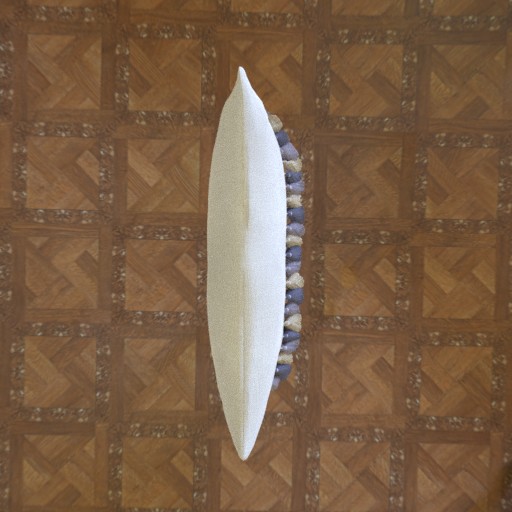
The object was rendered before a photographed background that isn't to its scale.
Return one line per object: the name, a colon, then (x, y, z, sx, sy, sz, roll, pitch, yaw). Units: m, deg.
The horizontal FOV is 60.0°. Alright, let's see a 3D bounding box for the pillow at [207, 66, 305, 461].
pillow: (0.000, 0.000, 0.756, 0.165, 0.481, 0.489, 0, 92, 0)
